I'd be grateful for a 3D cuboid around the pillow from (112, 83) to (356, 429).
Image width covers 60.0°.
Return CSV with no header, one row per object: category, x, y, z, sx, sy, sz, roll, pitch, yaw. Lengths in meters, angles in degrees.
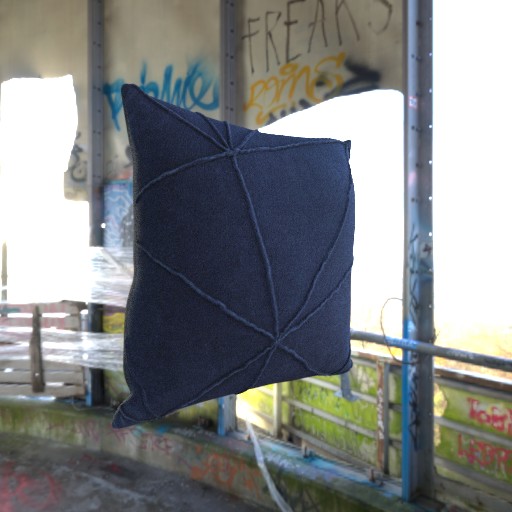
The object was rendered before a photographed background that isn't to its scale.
pillow,0.000,0.000,0.683,0.439,0.440,0.183,0,0,-36
